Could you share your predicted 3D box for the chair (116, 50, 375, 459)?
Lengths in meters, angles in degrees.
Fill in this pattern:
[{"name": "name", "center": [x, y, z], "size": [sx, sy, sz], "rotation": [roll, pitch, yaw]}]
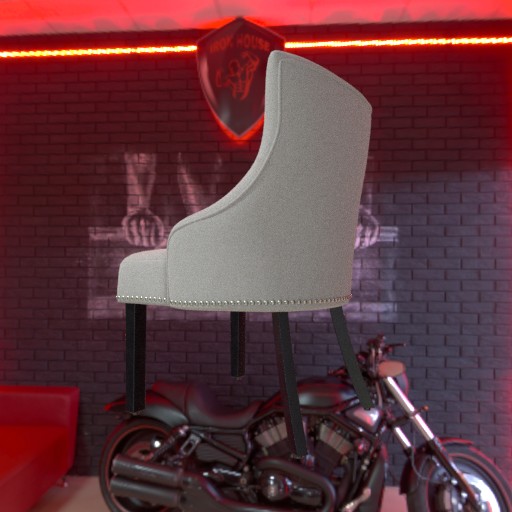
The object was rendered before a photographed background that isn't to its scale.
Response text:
[{"name": "chair", "center": [0.000, 0.000, 1.312], "size": [0.629, 0.909, 0.566], "rotation": [0, -1, 37]}]
